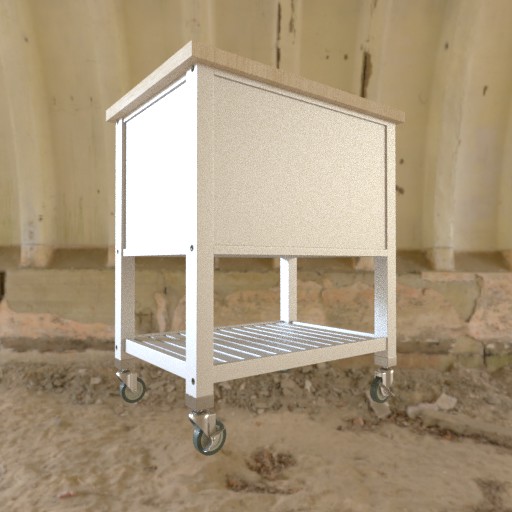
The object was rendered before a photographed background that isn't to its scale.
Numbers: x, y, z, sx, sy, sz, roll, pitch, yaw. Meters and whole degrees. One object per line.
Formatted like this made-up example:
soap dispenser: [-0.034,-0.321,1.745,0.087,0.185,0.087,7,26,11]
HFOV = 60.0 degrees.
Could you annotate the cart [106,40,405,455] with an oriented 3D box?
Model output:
cart: [0.000,0.000,1.394,0.762,0.914,0.559,1,-1,-37]
